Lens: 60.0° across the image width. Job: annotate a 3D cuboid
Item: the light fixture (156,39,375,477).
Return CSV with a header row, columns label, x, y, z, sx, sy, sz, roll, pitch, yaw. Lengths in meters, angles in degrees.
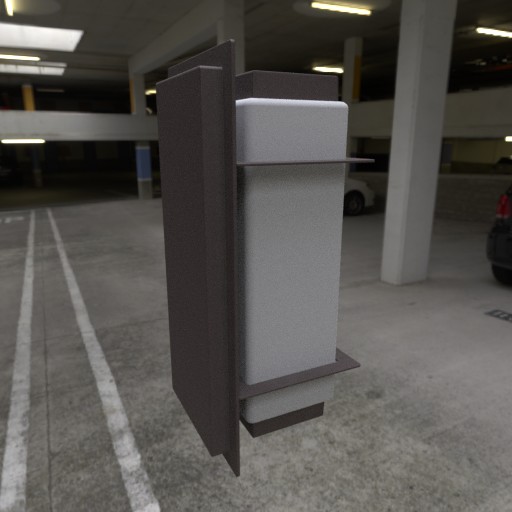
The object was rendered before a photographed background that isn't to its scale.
label,x,y,z,sx,sy,sz,roll,pitch,yaw
light fixture,0.000,0.000,0.427,0.146,0.347,0.153,-7,17,-25
